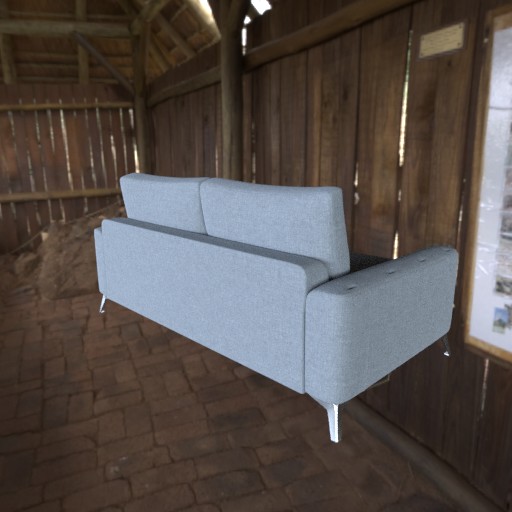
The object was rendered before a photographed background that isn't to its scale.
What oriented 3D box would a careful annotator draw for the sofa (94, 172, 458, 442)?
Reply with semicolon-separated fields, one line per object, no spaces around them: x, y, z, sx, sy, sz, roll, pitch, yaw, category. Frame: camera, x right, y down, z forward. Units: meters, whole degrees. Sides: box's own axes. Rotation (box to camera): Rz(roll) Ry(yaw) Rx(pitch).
0.000;0.000;2.182;0.920;0.790;1.650;-13;19;-43;sofa
